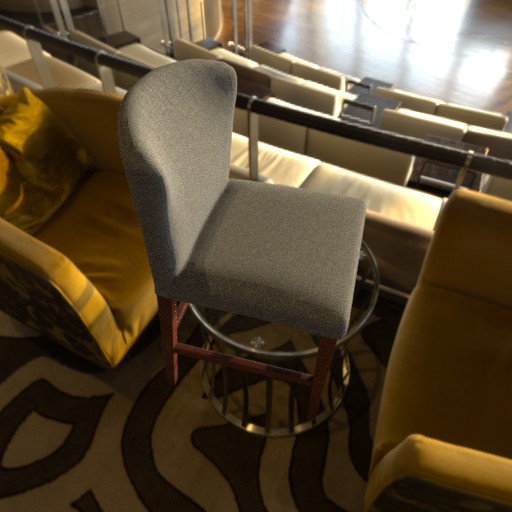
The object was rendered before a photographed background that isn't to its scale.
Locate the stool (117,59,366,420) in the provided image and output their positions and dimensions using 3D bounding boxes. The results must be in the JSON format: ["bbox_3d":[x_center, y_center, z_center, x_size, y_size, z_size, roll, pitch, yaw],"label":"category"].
[{"bbox_3d":[0.000,0.000,1.278,0.568,0.968,0.479,11,47,10],"label":"stool"}]
